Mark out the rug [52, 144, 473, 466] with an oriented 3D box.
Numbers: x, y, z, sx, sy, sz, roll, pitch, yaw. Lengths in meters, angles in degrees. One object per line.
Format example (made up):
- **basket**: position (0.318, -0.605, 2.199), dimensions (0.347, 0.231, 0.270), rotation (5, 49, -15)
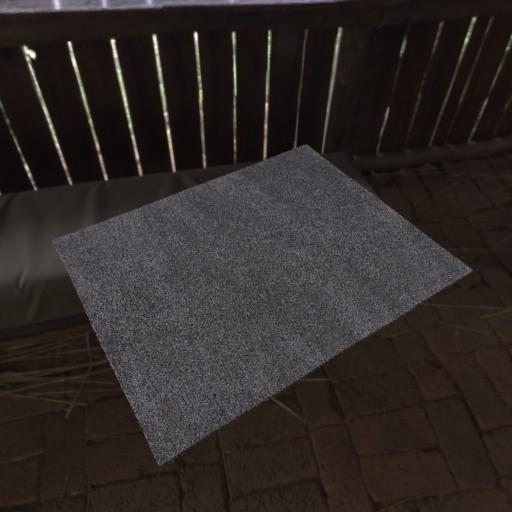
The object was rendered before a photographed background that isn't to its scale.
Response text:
- **rug**: position (0.000, 0.000, 4.023), dimensions (3.000, 0.025, 2.401), rotation (-25, 52, -22)
